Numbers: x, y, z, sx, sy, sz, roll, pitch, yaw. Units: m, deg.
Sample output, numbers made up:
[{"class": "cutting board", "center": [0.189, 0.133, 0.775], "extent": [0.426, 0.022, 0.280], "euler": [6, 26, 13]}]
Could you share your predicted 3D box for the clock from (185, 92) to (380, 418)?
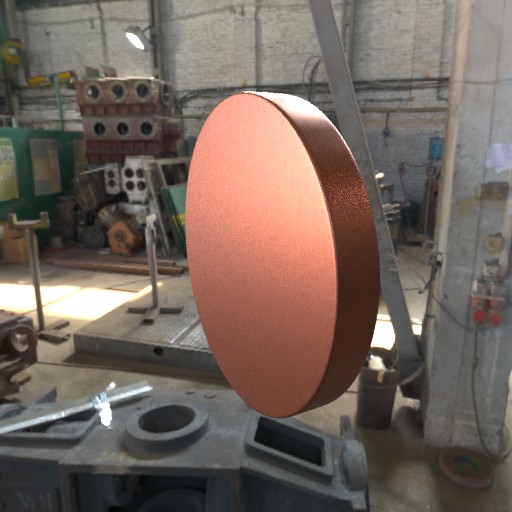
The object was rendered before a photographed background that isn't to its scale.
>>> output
[{"class": "clock", "center": [0.000, 0.000, 0.453], "extent": [0.040, 0.313, 0.313], "euler": [-8, 16, -28]}]
